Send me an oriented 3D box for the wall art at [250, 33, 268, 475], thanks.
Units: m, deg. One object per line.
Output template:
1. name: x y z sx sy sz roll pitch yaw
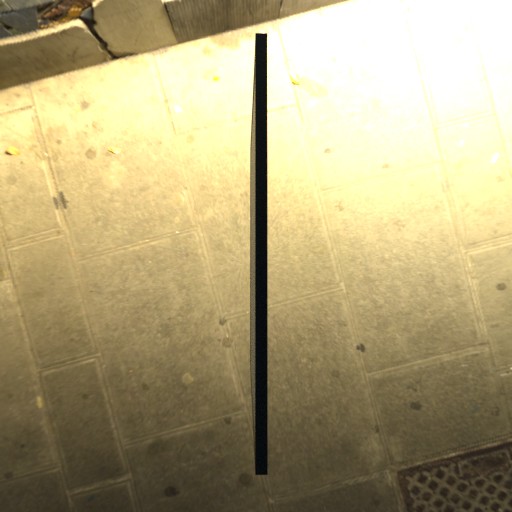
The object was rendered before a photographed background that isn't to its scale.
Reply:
1. wall art: 0.000 0.000 1.213 0.022 0.807 0.807 0 89 -1
